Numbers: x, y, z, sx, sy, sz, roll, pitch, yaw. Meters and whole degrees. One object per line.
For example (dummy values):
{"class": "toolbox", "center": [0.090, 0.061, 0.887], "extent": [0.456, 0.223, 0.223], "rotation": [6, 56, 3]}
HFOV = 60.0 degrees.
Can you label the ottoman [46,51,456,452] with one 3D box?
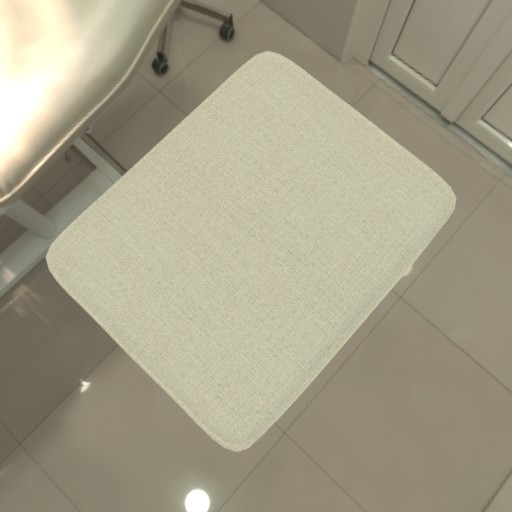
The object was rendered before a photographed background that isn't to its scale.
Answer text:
{"class": "ottoman", "center": [0.000, 0.000, 1.114], "extent": [0.589, 0.537, 0.738], "rotation": [42, 79, 10]}
